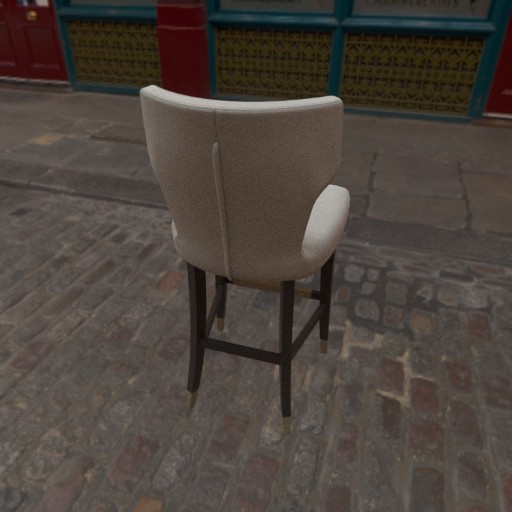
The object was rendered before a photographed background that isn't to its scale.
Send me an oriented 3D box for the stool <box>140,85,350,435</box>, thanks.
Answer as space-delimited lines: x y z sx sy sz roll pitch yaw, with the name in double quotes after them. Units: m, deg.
0.000 0.000 1.450 0.526 1.092 0.563 9 33 15 "stool"
